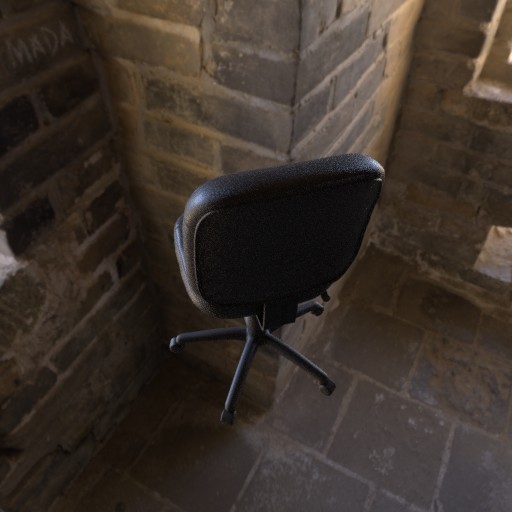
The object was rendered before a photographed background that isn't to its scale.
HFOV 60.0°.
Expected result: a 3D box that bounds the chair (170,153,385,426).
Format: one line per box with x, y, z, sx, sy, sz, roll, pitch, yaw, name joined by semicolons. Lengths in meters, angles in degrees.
0.000;0.000;1.413;0.647;0.959;0.646;-12;44;-13;chair
